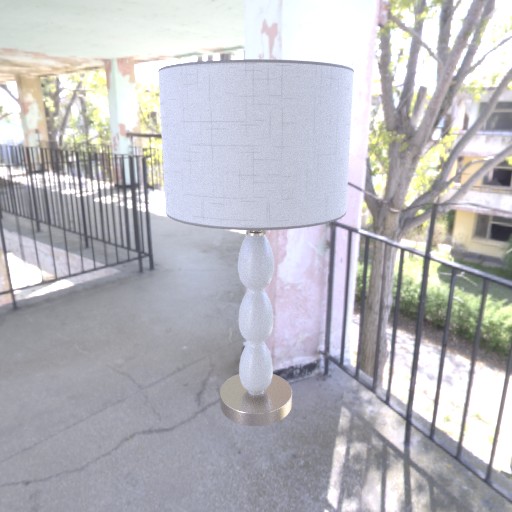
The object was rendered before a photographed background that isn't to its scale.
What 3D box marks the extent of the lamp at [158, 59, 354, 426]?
[{"bbox_3d":[0.000,0.000,0.726,0.282,0.559,0.280,-9,19,-27],"label":"lamp"}]
